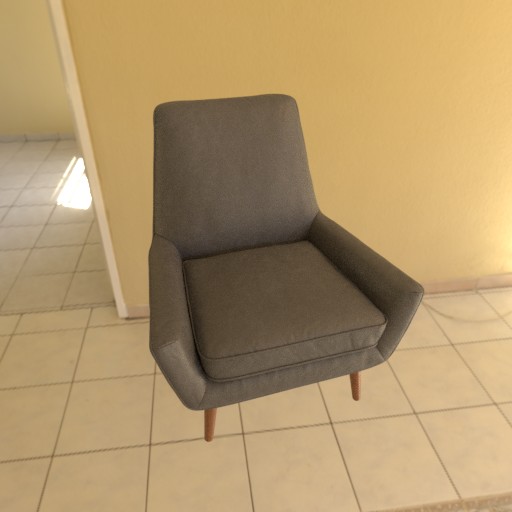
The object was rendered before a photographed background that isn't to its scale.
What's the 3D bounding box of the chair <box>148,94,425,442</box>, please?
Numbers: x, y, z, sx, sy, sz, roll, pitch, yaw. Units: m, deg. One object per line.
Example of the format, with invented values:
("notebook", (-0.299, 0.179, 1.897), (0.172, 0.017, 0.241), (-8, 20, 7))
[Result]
("chair", (0.000, 0.000, 1.506), (0.787, 0.888, 0.822), (-10, 34, -15))
